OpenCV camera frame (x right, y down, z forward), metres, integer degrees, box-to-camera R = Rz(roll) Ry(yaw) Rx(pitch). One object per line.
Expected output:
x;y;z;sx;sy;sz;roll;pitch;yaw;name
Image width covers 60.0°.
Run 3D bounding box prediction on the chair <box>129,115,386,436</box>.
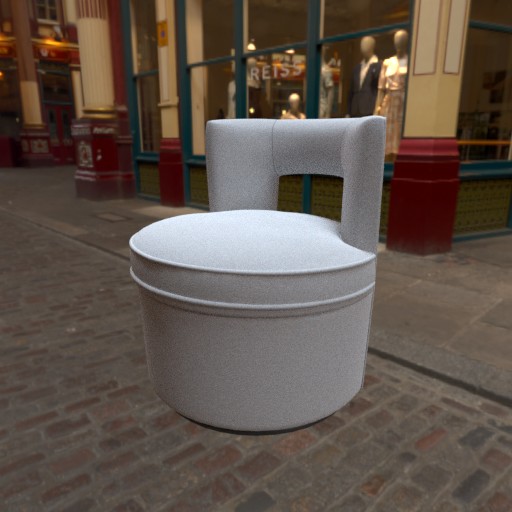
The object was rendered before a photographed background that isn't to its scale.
0.000;0.000;1.201;0.650;0.723;0.665;15;22;43;chair
